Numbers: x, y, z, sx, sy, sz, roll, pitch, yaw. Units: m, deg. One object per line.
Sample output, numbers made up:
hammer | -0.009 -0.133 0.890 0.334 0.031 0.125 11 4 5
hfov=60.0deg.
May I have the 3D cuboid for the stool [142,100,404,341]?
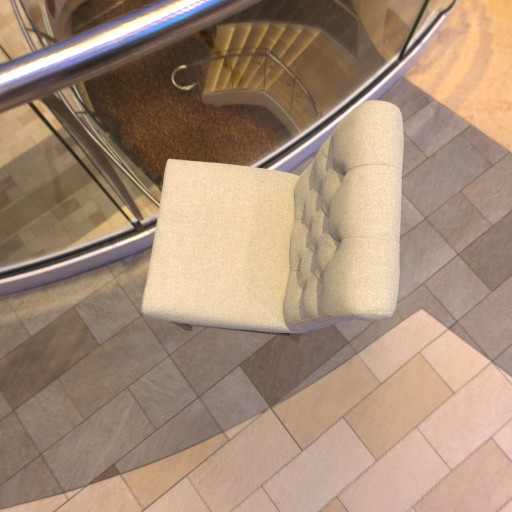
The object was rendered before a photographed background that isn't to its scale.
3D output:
stool | 0.000 0.000 1.432 0.601 1.140 0.493 6 76 2
